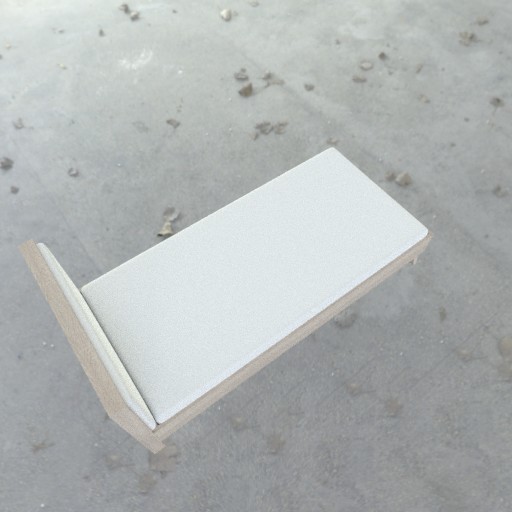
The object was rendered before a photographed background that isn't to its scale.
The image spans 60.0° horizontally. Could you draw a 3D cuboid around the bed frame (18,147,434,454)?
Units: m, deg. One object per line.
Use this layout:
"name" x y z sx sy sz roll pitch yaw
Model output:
"bed frame" 0.000 0.000 2.662 2.140 0.920 0.990 -32 63 -18
